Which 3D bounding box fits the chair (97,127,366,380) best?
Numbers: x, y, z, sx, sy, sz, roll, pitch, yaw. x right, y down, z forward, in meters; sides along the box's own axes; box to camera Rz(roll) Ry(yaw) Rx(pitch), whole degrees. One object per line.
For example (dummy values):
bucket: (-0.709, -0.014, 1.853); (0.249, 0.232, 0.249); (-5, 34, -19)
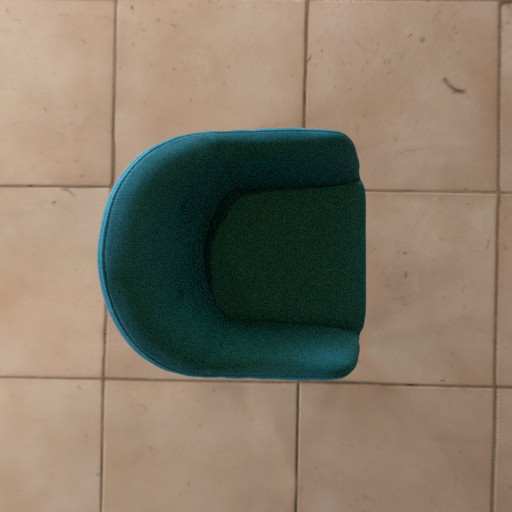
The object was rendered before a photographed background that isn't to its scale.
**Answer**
chair: (0.000, 0.000, 1.166); (0.565, 0.775, 0.545); (0, 90, 0)
